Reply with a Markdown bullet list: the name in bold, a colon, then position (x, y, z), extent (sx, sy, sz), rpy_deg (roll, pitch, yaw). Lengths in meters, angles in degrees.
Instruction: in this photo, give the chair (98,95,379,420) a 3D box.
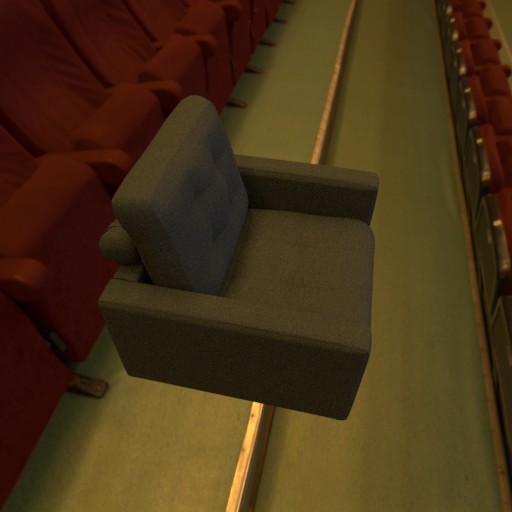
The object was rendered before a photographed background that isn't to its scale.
- **chair**: position (0.000, 0.000, 1.580), extent (0.843, 0.880, 0.821), rpy_deg (9, 47, 9)
